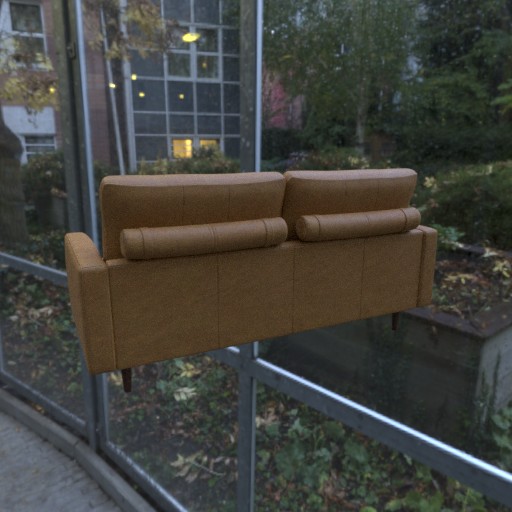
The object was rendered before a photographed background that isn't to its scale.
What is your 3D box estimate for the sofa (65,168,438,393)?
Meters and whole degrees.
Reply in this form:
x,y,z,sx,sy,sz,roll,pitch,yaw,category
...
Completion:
x,y,z,sx,sy,sz,roll,pitch,yaw,category
0.000,0.000,2.333,1.821,0.898,0.850,-7,15,-26,sofa
